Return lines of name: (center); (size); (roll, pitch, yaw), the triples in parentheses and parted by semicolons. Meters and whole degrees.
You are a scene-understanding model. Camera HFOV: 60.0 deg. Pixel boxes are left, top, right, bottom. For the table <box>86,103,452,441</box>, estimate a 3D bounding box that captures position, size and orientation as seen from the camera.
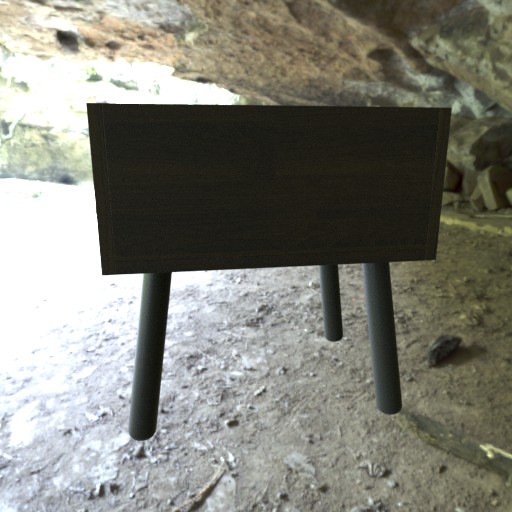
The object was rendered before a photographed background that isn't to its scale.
table: (0.000, 0.000, 0.770); (0.450, 0.470, 0.370); (-2, 15, -9)
